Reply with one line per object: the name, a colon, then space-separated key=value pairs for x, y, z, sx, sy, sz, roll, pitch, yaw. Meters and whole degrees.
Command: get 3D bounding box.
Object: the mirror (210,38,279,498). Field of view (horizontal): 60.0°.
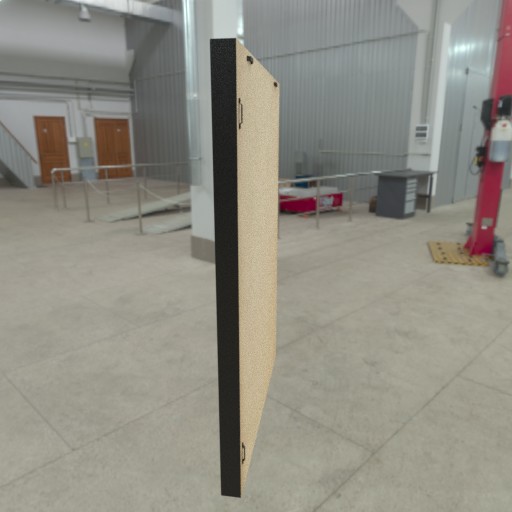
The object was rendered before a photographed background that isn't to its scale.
mirror: x=0.000 y=0.000 z=0.900 sx=0.040 sy=0.710 sz=0.507 roll=2 pitch=15 yaw=9
